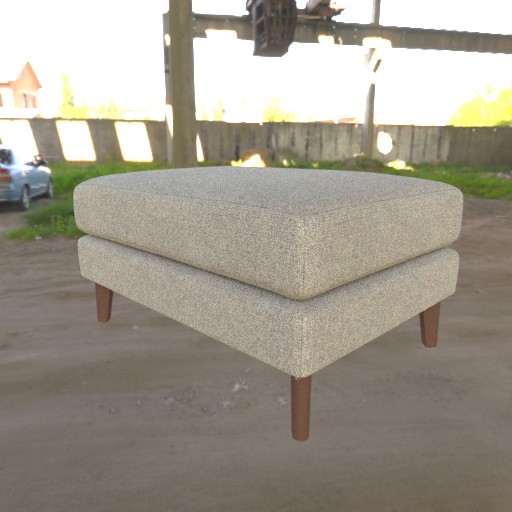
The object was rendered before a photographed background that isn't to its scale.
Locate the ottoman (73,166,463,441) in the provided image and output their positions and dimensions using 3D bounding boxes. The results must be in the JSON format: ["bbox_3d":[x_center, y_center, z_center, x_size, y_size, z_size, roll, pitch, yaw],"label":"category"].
[{"bbox_3d":[0.000,0.000,1.159,0.611,0.441,0.821,-14,20,-43],"label":"ottoman"}]
